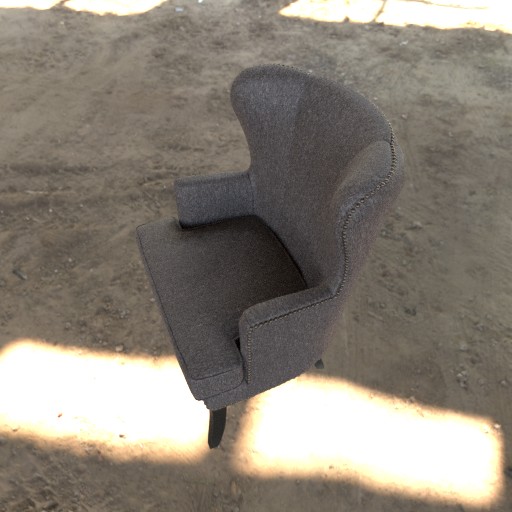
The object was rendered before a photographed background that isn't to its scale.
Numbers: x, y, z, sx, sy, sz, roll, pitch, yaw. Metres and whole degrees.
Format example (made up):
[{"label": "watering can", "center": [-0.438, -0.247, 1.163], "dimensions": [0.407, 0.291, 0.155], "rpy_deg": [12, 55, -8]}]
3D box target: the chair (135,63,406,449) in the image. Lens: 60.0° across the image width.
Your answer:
[{"label": "chair", "center": [0.000, 0.000, 1.591], "dimensions": [0.758, 1.060, 0.759], "rpy_deg": [-18, 49, -16]}]
